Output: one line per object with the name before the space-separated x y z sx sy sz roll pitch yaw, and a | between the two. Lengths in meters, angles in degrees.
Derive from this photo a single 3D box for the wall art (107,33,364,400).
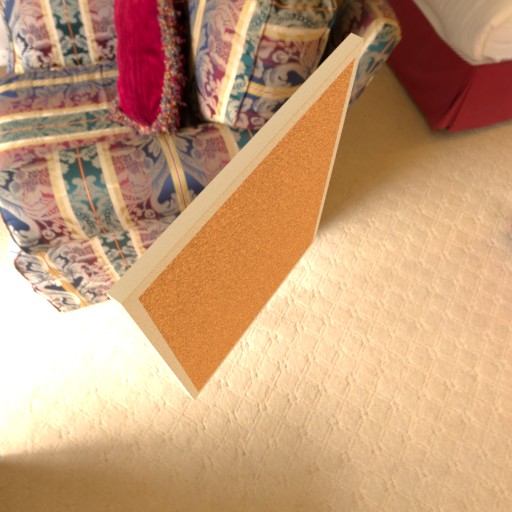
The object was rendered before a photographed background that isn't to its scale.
wall art | 0.000 0.000 0.724 0.020 0.536 0.444 33 68 15
